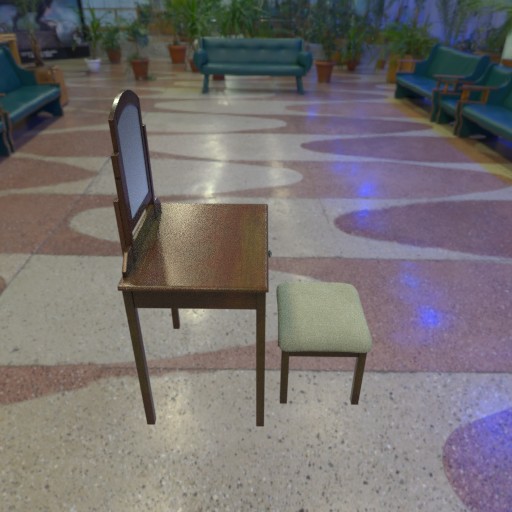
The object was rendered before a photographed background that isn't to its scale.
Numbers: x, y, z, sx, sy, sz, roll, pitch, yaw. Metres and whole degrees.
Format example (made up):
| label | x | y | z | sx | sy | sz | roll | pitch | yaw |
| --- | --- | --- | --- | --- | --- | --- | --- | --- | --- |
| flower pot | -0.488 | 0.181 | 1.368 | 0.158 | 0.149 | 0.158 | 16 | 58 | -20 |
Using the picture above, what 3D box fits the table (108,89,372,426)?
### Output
| label | x | y | z | sx | sy | sz | roll | pitch | yaw |
| --- | --- | --- | --- | --- | --- | --- | --- | --- | --- |
| table | 0.000 | 0.000 | 2.302 | 1.211 | 1.631 | 0.876 | 1 | 31 | 1 |
